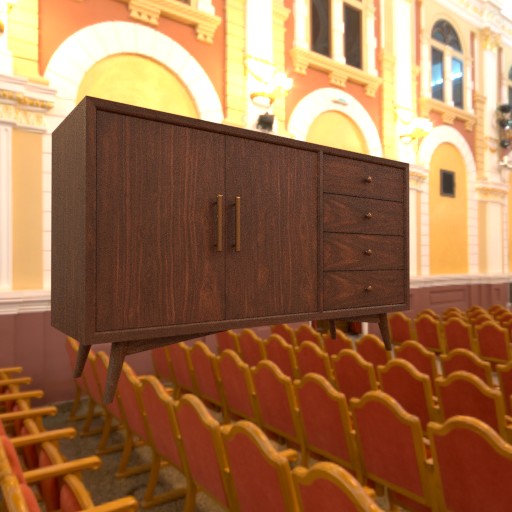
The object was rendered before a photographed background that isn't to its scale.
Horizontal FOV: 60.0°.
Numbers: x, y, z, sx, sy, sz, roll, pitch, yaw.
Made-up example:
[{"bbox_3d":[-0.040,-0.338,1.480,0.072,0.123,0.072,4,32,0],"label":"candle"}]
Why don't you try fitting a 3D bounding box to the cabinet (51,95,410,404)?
[{"bbox_3d":[0.000,0.000,1.956,1.575,0.940,0.505,0,-1,-36],"label":"cabinet"}]
